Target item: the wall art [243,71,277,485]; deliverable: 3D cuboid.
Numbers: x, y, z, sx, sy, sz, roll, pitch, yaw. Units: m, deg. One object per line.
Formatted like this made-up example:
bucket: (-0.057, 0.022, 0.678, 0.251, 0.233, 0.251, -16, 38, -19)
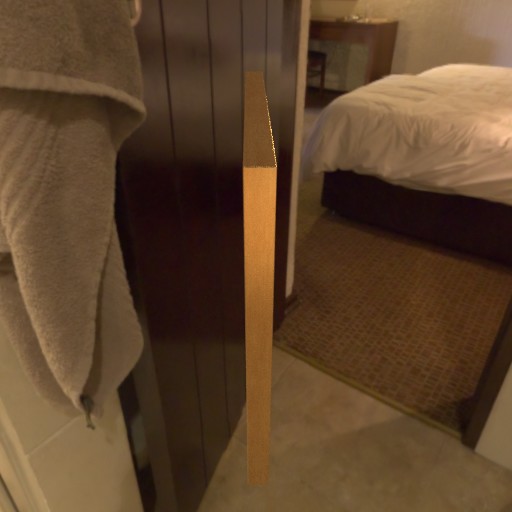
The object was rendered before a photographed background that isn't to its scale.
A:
wall art: (0.000, 0.000, 0.451, 0.019, 0.302, 0.302, 0, 32, -1)
